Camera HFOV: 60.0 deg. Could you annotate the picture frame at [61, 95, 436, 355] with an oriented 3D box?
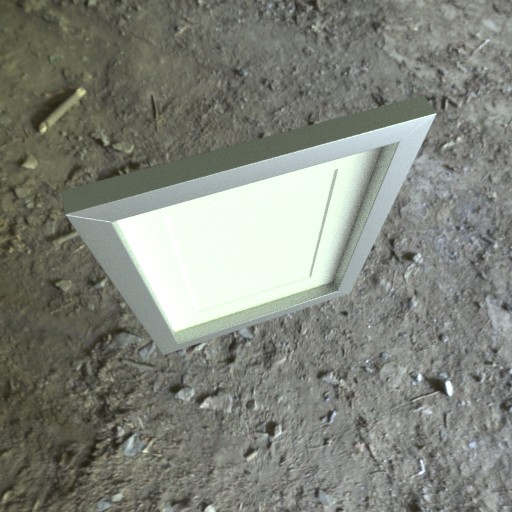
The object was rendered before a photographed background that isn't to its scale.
[{"bbox_3d":[0.000,0.000,0.525,0.307,0.386,0.036,-17,64,-9],"label":"picture frame"}]
